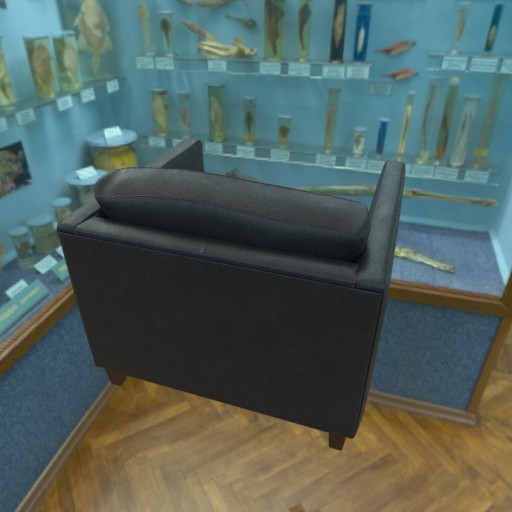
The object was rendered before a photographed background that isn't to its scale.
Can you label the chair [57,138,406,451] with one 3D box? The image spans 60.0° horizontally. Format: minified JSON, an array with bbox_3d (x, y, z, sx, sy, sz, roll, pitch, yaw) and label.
[{"bbox_3d":[0.000,0.000,1.610,0.939,0.811,0.862,10,34,16],"label":"chair"}]
